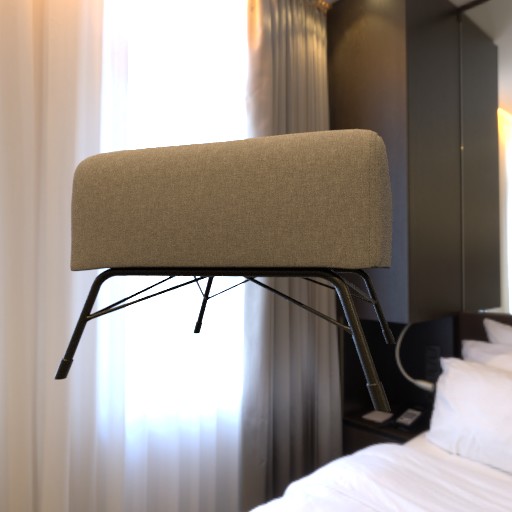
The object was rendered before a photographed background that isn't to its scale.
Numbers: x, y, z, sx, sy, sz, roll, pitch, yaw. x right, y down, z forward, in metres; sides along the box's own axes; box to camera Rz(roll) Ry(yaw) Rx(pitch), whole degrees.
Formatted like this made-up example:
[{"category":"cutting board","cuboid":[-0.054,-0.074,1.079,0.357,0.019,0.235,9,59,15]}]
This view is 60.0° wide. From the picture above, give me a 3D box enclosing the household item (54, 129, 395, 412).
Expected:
[{"category":"household item","cuboid":[0.000,0.000,0.898,0.530,0.410,0.530,0,-1,18]}]
